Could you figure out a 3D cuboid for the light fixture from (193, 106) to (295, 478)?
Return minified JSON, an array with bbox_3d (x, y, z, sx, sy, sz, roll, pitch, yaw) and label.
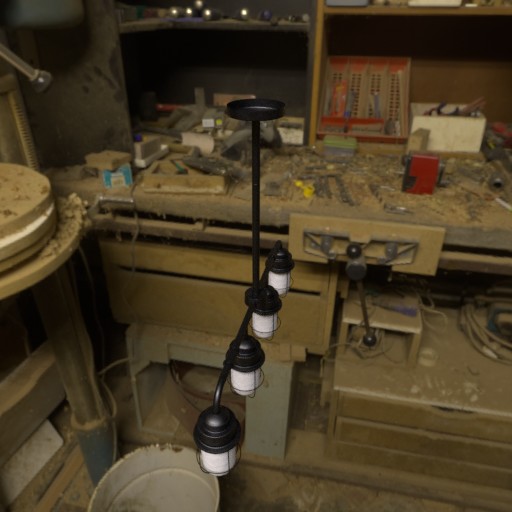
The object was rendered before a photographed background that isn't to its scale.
[{"bbox_3d":[0.000,0.000,1.189,0.131,0.785,0.852,7,31,12],"label":"light fixture"}]
